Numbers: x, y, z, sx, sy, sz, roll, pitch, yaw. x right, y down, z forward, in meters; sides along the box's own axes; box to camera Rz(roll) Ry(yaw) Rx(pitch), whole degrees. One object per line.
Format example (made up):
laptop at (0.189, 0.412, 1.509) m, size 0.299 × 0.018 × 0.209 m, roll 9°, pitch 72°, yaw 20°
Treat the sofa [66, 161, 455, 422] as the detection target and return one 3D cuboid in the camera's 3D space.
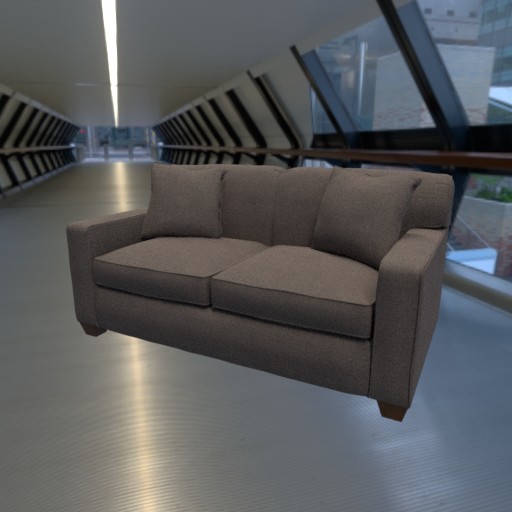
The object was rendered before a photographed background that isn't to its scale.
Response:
sofa at (0.000, 0.000, 2.406) m, size 1.846 × 0.958 × 1.000 m, roll 8°, pitch 17°, yaw 27°
